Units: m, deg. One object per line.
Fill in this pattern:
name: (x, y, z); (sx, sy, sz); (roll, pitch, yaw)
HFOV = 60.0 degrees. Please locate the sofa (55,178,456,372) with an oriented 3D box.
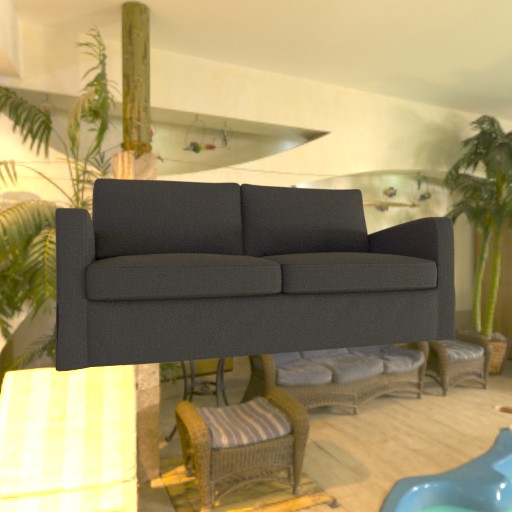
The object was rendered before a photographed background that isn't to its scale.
sofa: (0.000, 0.000, 2.316); (1.852, 0.839, 0.898); (0, 1, -18)
